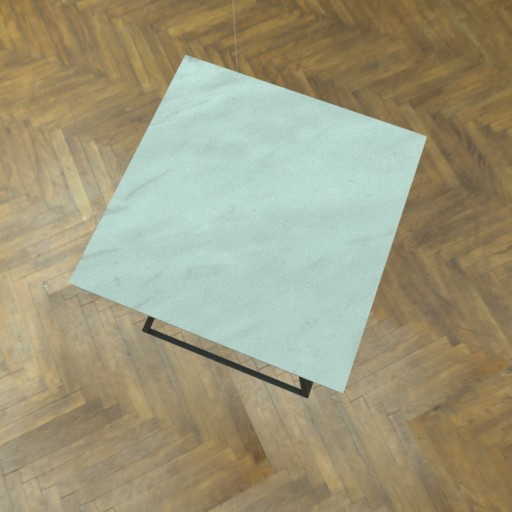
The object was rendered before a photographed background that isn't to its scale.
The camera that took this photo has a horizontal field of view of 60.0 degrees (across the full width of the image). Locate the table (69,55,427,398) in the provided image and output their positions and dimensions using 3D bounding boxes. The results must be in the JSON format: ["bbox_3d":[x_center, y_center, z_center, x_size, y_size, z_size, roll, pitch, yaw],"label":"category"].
[{"bbox_3d":[0.000,0.000,0.918,0.455,0.559,0.455,21,76,5],"label":"table"}]
